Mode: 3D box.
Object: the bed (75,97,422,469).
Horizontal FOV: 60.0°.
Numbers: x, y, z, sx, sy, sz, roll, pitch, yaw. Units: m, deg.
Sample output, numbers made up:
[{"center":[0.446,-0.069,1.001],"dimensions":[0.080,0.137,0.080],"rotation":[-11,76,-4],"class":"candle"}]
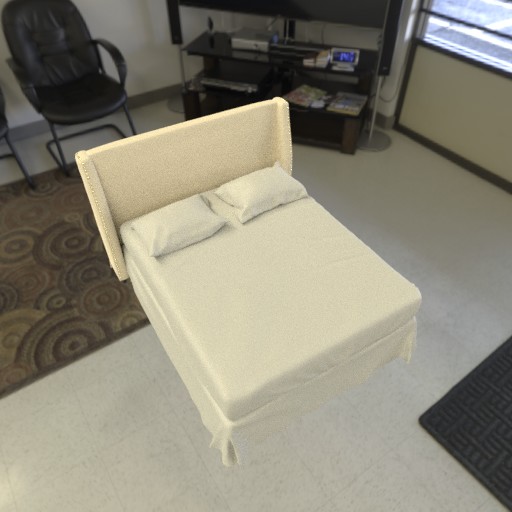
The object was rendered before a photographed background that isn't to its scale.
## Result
[{"center":[0.000,0.000,3.516],"dimensions":[1.925,1.332,2.276],"rotation":[-23,49,-22],"class":"bed"}]
